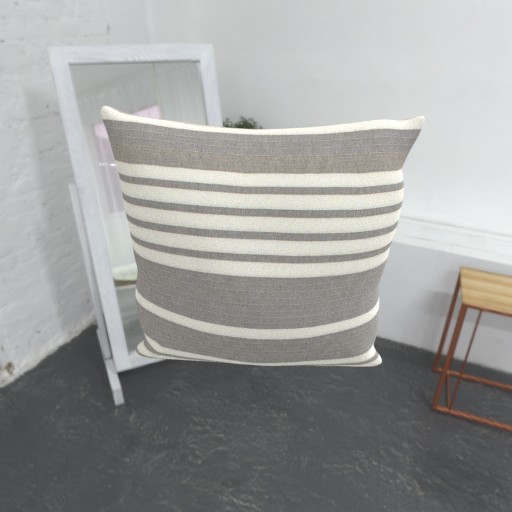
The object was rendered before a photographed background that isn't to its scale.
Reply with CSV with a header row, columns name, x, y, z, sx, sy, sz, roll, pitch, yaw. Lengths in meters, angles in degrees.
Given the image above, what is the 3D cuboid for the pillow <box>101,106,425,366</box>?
name,x,y,z,sx,sy,sz,roll,pitch,yaw
pillow,0.000,0.000,0.684,0.439,0.440,0.182,2,29,4
